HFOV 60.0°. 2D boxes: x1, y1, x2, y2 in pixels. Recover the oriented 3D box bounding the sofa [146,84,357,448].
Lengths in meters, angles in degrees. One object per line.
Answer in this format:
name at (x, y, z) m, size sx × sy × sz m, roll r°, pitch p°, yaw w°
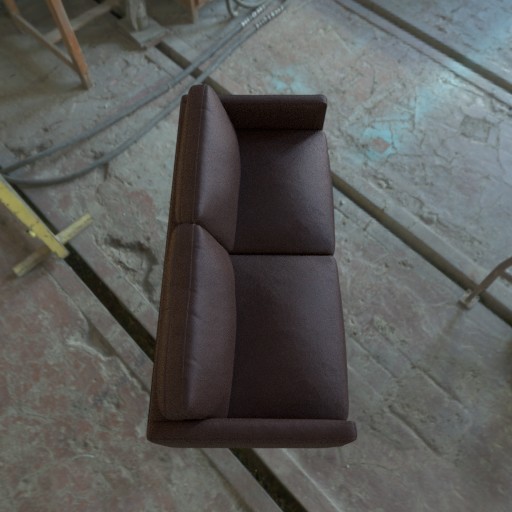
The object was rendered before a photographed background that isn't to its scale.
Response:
sofa at (0.000, 0.000, 2.487) m, size 0.923 × 0.863 × 1.971 m, roll 0°, pitch 64°, yaw 0°
